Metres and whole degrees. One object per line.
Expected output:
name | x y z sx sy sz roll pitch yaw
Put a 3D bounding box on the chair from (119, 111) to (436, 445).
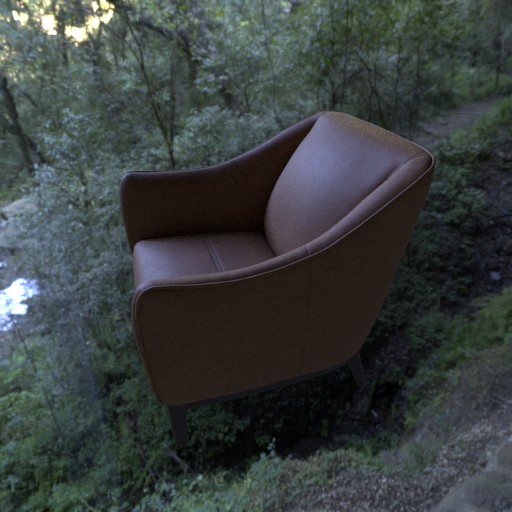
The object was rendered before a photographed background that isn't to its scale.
chair | 0.000 0.000 1.528 0.852 0.830 0.871 -9 30 -15
